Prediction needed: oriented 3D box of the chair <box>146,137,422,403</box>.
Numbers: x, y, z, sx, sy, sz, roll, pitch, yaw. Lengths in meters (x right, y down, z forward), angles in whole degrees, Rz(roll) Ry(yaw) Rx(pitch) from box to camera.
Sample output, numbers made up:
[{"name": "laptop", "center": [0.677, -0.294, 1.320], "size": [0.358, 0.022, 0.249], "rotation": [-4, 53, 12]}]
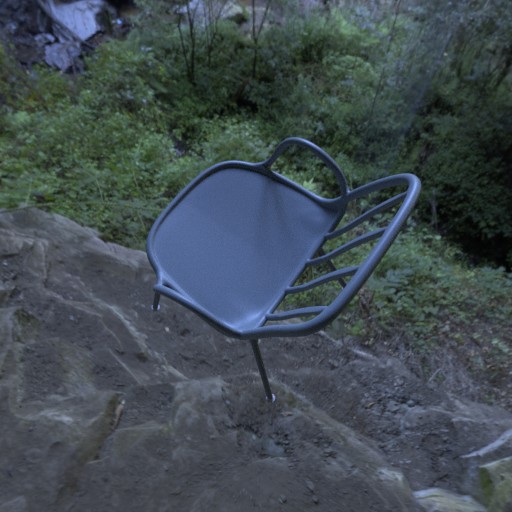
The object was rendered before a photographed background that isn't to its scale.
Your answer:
[{"name": "chair", "center": [0.000, 0.000, 1.250], "size": [0.597, 0.816, 0.549], "rotation": [34, 69, 14]}]
